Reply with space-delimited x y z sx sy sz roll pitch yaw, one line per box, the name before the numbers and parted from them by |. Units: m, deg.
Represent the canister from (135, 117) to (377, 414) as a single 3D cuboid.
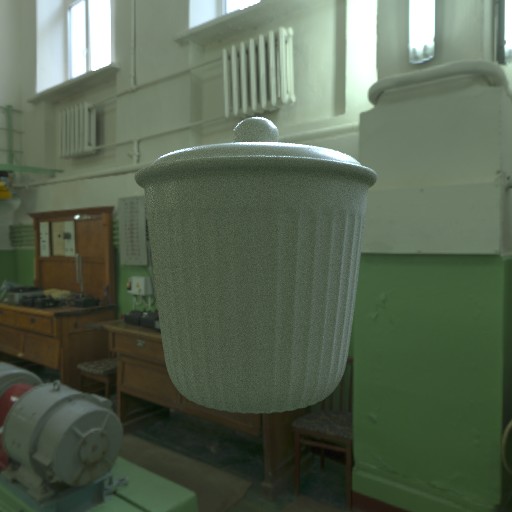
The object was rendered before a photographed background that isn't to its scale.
canister | 0.000 0.000 0.343 0.181 0.211 0.181 0 1 0
